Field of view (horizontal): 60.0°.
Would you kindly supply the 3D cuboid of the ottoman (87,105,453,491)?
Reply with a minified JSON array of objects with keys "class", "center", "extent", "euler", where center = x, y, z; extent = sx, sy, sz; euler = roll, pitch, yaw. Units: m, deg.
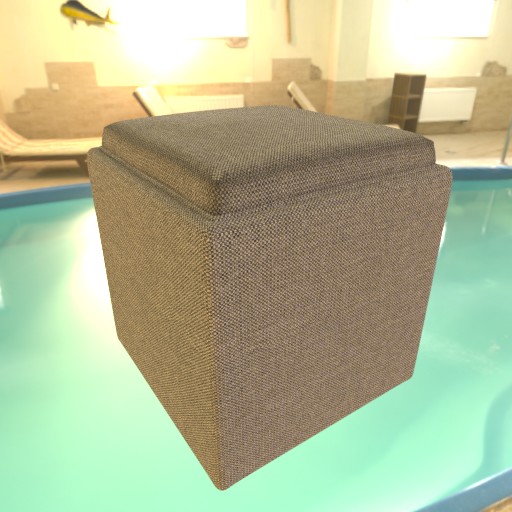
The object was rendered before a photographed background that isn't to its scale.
[{"class":"ottoman","center":[0.000,0.000,0.810],"extent":[0.436,0.487,0.454],"euler":[-17,31,-30]}]
